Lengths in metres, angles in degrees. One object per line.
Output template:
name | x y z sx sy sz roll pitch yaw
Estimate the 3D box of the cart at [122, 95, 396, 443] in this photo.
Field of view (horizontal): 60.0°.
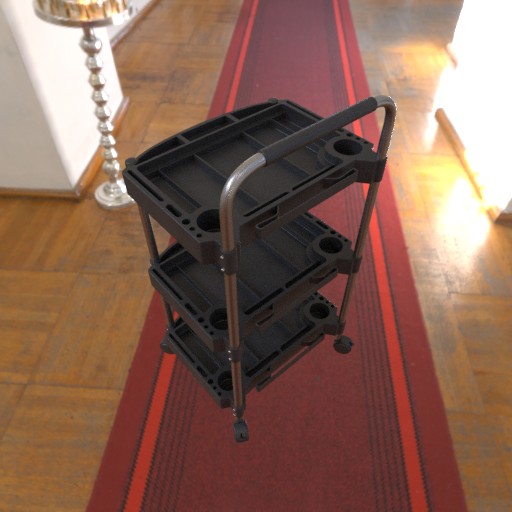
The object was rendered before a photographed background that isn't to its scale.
cart | 0.000 0.000 1.360 0.584 1.075 0.518 -32 54 -27
